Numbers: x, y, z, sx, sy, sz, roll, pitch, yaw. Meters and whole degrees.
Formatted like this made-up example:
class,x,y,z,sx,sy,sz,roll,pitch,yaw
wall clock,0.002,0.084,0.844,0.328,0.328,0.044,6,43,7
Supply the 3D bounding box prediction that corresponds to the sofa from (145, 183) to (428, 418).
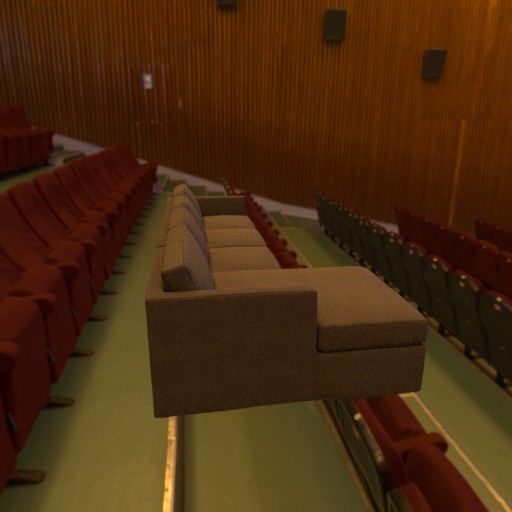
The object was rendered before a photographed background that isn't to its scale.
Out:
class,x,y,z,sx,sy,sz,roll,pitch,yaw
sofa,0.000,0.000,3.944,1.650,0.922,3.205,-3,17,-8
